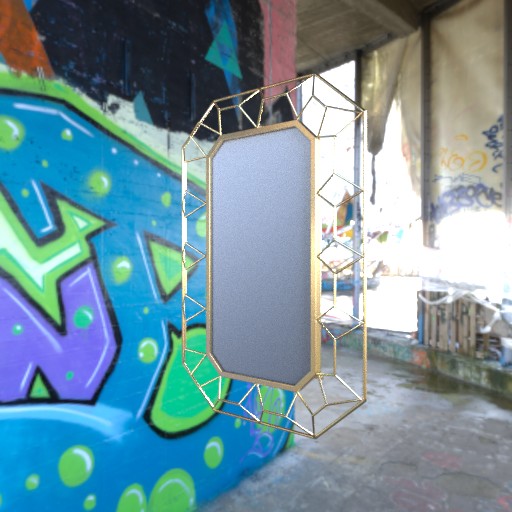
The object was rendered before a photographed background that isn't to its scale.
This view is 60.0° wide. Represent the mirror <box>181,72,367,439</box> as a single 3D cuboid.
[{"bbox_3d":[0.000,0.000,1.127,0.572,0.870,0.051,0,0,36],"label":"mirror"}]
